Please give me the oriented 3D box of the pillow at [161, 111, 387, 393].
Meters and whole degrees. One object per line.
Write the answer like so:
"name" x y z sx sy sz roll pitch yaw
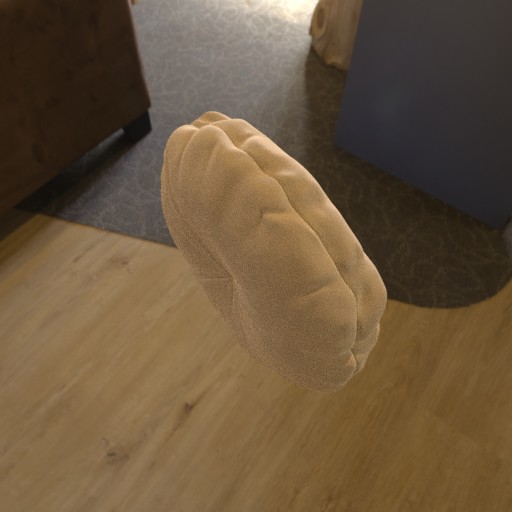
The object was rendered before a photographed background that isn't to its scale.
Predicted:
"pillow" 0.000 0.000 0.644 0.148 0.407 0.428 -32 62 -19
